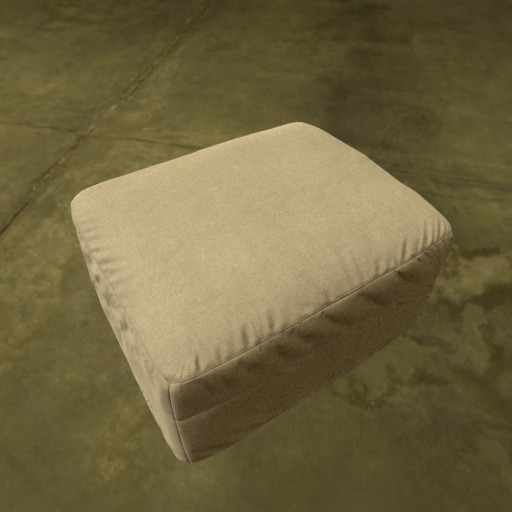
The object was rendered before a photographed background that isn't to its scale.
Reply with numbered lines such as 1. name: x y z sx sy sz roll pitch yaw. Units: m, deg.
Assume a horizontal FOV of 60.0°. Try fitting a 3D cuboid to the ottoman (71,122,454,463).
1. ottoman: 0.000 0.000 1.244 0.837 0.481 0.683 -24 50 -22
